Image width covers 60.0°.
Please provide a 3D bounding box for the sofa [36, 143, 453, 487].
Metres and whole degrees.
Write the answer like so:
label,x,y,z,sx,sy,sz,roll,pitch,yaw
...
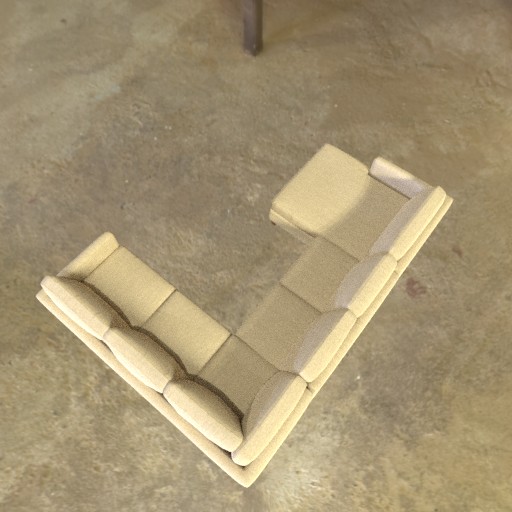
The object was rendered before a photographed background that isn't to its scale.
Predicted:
label,x,y,z,sx,sy,sz,roll,pitch,yaw
sofa,0.000,0.000,4.601,2.594,0.961,3.460,36,69,16
